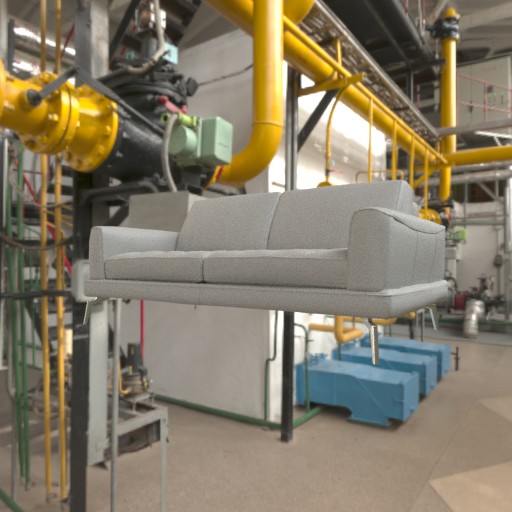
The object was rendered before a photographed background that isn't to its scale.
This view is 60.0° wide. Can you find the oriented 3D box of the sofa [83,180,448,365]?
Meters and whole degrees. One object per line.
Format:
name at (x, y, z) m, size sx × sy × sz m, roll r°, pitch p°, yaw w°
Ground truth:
sofa at (0.000, 0.000, 2.870) m, size 2.177 × 0.930 × 1.121 m, roll 0°, pitch -1°, yaw 35°
